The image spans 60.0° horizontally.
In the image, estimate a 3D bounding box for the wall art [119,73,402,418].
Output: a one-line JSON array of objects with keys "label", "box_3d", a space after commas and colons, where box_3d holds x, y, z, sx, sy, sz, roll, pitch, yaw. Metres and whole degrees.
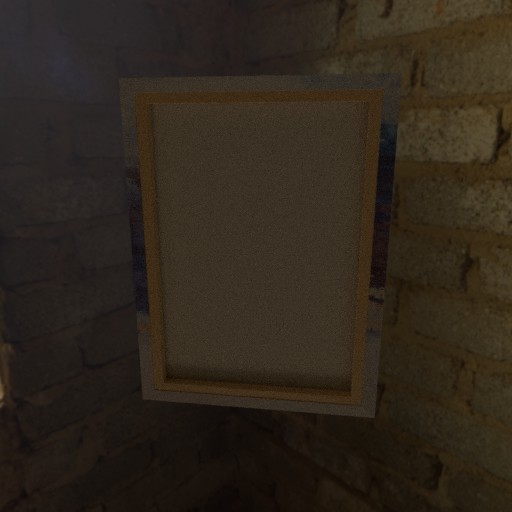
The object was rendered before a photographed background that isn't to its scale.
[{"label": "wall art", "box_3d": [0.000, 0.000, 0.771, 0.437, 0.581, 0.036, 2, 15, 7]}]
